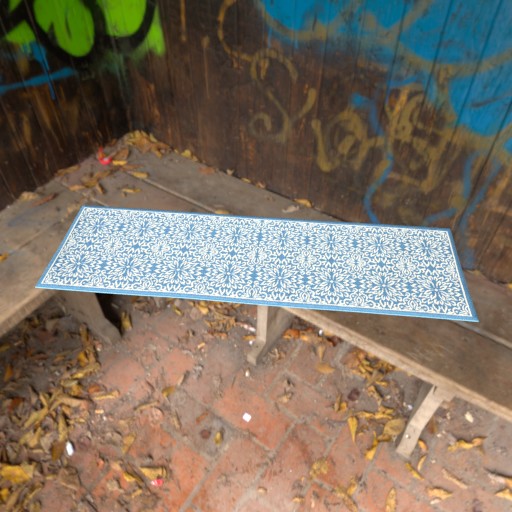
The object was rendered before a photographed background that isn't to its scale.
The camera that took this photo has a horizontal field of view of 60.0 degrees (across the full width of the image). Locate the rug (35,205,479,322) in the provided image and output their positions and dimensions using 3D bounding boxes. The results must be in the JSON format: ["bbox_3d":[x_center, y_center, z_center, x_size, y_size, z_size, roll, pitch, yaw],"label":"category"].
[{"bbox_3d":[0.000,0.000,2.411,2.196,0.011,0.662,4,46,4],"label":"rug"}]
